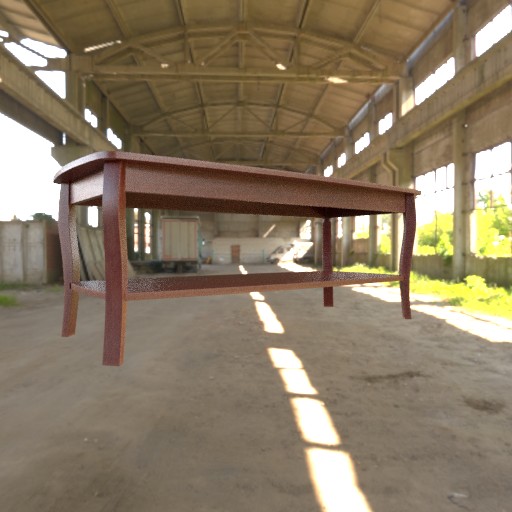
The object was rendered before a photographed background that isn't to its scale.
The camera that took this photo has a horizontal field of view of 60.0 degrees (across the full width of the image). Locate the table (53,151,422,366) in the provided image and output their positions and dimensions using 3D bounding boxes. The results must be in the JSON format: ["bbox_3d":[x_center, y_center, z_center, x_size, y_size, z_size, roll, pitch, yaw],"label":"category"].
[{"bbox_3d":[0.000,0.000,1.494,1.216,0.473,0.561,-1,1,-36],"label":"table"}]
